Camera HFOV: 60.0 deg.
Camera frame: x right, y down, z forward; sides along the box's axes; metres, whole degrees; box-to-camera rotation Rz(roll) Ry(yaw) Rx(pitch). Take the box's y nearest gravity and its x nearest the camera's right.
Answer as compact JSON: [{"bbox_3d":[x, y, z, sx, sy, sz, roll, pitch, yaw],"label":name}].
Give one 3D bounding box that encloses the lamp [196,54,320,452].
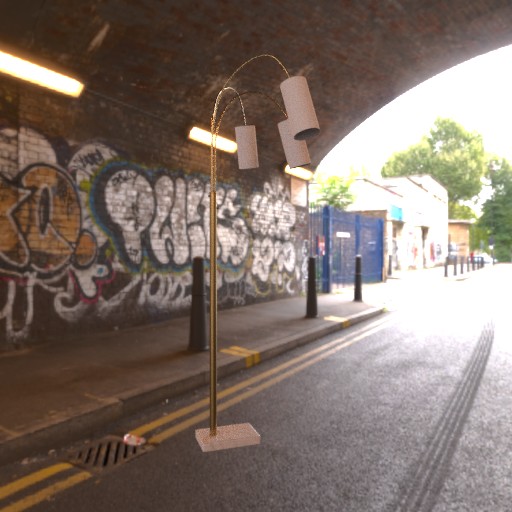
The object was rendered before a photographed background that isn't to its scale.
[{"bbox_3d":[0.000,0.000,2.534,0.667,2.055,1.020,0,0,-19],"label":"lamp"}]
